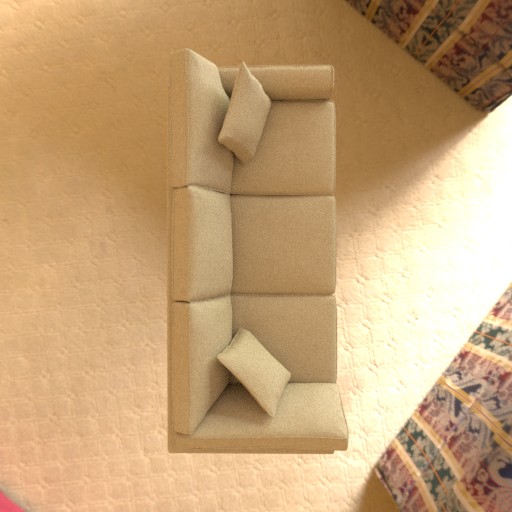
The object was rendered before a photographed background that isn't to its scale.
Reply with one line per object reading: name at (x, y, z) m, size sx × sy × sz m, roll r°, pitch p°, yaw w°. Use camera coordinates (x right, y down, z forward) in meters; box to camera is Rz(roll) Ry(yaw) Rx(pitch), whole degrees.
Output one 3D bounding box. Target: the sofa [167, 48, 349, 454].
sofa at (0.000, 0.000, 2.849) m, size 1.061 × 0.962 × 2.317 m, roll 0°, pitch 90°, yaw 1°
